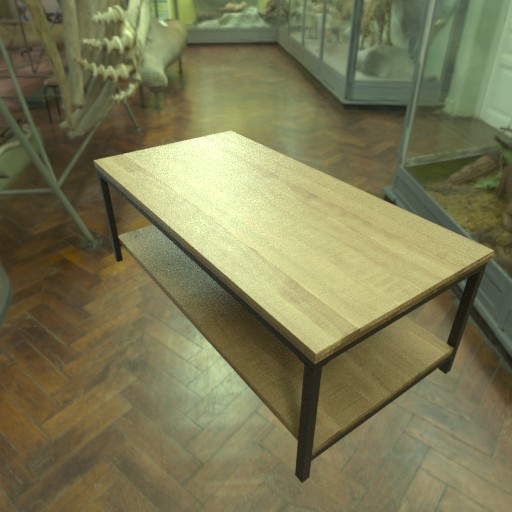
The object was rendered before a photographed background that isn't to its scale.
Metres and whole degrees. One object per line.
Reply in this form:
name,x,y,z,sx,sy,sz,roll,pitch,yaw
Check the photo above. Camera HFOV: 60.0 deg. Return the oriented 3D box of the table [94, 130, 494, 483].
table,0.000,0.000,1.362,0.551,0.399,1.100,-22,39,-30
